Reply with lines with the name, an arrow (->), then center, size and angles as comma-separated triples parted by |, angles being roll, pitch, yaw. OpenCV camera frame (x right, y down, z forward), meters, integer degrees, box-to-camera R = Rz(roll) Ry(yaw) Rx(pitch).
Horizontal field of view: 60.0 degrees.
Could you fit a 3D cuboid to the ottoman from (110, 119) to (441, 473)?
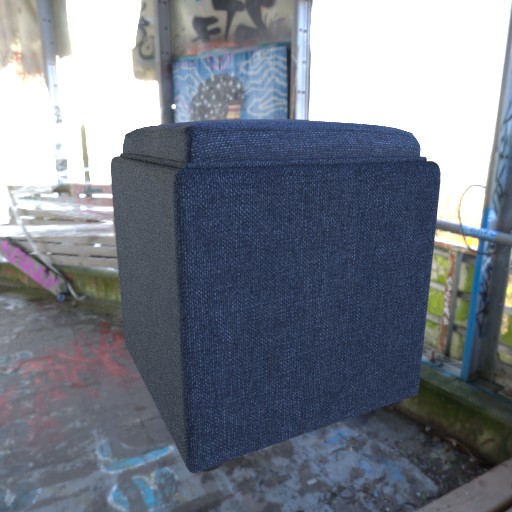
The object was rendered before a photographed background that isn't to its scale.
ottoman -> 0.000, 0.000, 0.837 | 0.436, 0.493, 0.454 | -8, 17, -26
